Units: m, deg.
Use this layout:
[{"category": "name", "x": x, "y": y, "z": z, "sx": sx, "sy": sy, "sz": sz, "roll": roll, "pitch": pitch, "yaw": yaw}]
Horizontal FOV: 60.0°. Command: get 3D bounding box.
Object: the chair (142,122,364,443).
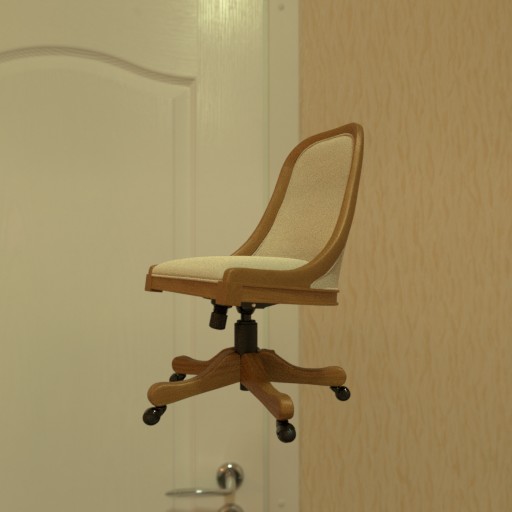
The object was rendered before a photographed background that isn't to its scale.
[{"category": "chair", "x": 0.000, "y": 0.000, "z": 1.539, "sx": 0.811, "sy": 1.009, "sz": 0.702, "roll": 0, "pitch": 0, "yaw": -34}]
